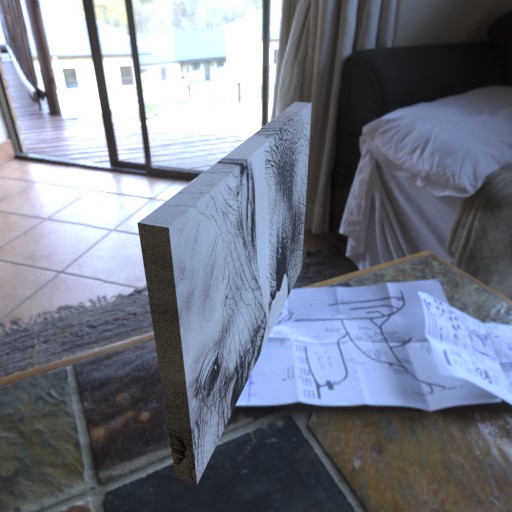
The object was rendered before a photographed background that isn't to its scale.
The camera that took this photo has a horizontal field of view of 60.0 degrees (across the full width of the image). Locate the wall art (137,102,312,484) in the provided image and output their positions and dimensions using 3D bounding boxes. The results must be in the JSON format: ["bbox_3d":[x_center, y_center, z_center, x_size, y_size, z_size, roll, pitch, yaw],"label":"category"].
[{"bbox_3d":[0.000,0.000,0.781,0.035,0.407,0.613,10,32,16],"label":"wall art"}]
